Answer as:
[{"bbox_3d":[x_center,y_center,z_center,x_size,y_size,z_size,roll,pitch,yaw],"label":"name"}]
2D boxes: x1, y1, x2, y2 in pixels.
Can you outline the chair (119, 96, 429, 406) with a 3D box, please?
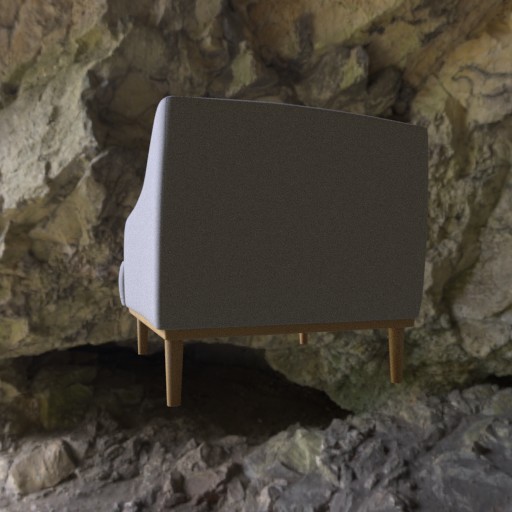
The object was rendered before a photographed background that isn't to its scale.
[{"bbox_3d":[0.000,0.000,1.647,0.946,0.818,0.951,0,-1,-19],"label":"chair"}]
